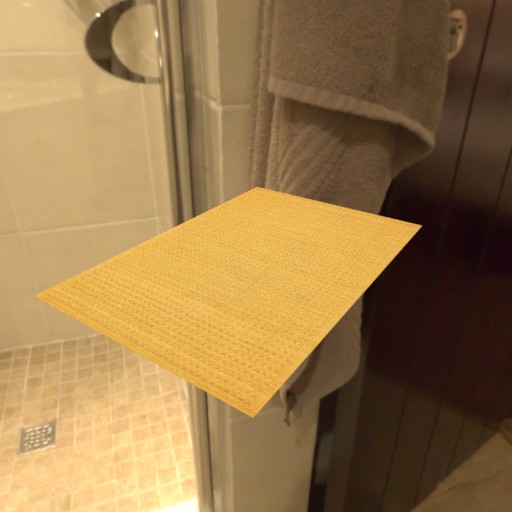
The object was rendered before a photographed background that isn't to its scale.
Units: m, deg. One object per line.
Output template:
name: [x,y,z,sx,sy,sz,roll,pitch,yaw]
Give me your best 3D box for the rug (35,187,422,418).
rug: [0.000,0.000,3.829,1.981,0.006,2.895,18,33,30]
